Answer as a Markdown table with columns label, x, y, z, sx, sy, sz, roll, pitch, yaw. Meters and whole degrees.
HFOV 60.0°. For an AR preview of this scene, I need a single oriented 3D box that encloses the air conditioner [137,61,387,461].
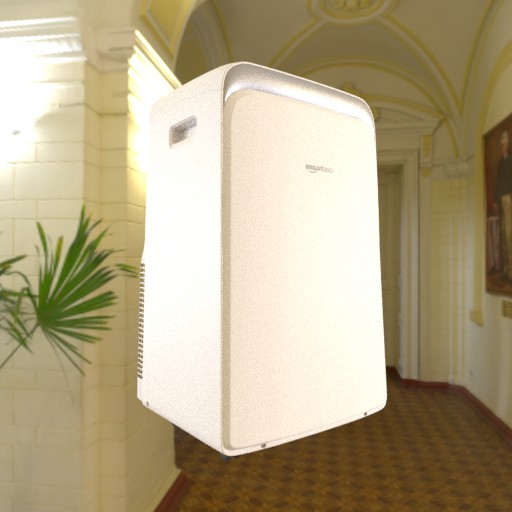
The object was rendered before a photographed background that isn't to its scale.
| label | x | y | z | sx | sy | sz | roll | pitch | yaw |
| --- | --- | --- | --- | --- | --- | --- | --- | --- | --- |
| air conditioner | 0.000 | 0.000 | 1.063 | 0.478 | 0.765 | 0.467 | 0 | 0 | -36 |
